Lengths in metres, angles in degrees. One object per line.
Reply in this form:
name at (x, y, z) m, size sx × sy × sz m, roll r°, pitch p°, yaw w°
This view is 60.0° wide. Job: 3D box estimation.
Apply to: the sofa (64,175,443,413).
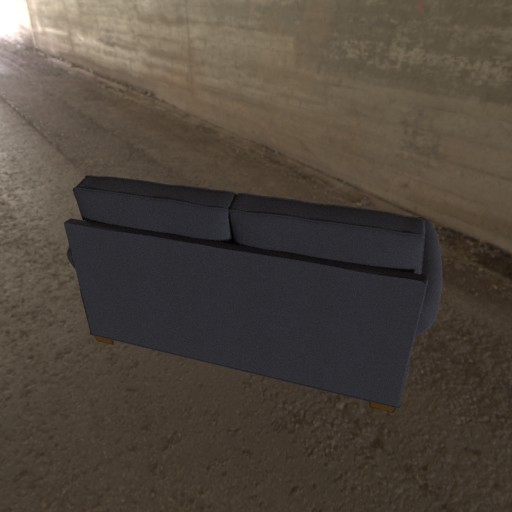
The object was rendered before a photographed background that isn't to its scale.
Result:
sofa at (0.000, 0.000, 2.586) m, size 2.009 × 1.031 × 0.951 m, roll 9°, pitch 32°, yaw 15°
